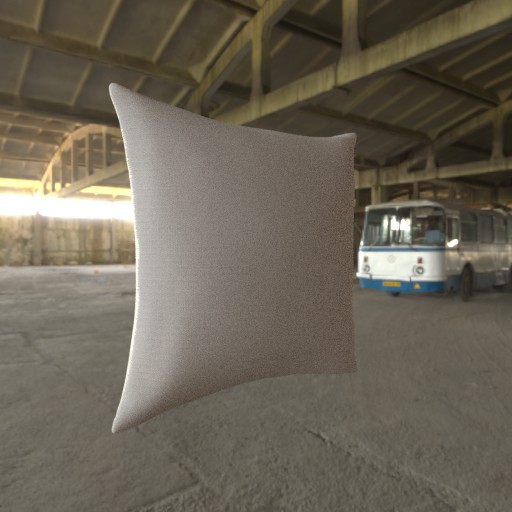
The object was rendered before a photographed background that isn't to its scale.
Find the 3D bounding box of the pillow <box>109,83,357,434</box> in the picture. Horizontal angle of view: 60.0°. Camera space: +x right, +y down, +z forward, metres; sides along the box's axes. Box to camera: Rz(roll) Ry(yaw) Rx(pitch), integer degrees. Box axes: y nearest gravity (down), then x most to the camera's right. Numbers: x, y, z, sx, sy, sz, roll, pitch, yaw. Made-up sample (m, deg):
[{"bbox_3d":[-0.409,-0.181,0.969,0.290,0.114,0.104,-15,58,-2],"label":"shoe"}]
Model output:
[{"bbox_3d":[0.000,0.000,0.777,0.512,0.497,0.204,-1,2,-36],"label":"pillow"}]
